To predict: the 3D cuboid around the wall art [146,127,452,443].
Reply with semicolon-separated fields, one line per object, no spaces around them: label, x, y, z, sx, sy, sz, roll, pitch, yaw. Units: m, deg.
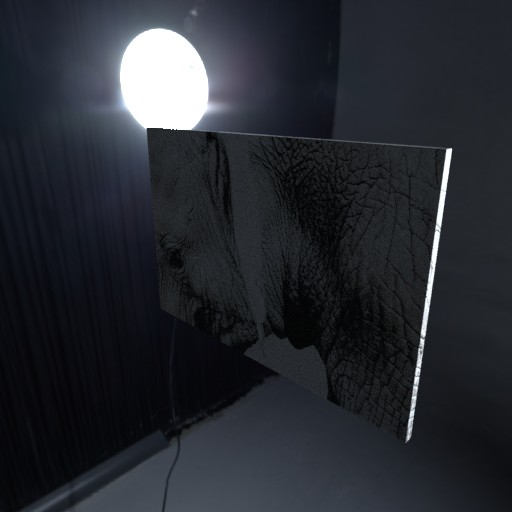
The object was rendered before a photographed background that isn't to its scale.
wall art;0.000;0.000;1.147;0.914;0.607;0.023;18;26;42
